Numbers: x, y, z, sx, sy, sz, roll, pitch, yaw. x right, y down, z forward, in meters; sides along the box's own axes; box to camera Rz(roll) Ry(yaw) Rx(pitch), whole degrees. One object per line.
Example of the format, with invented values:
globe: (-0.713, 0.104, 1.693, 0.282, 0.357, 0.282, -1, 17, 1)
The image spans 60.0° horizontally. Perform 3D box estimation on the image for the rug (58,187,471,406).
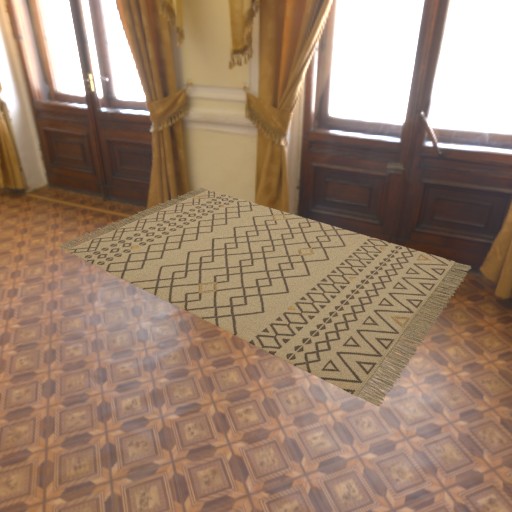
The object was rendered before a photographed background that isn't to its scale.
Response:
rug: (0.000, 0.000, 3.059, 2.472, 0.035, 1.495, 20, 35, 32)
